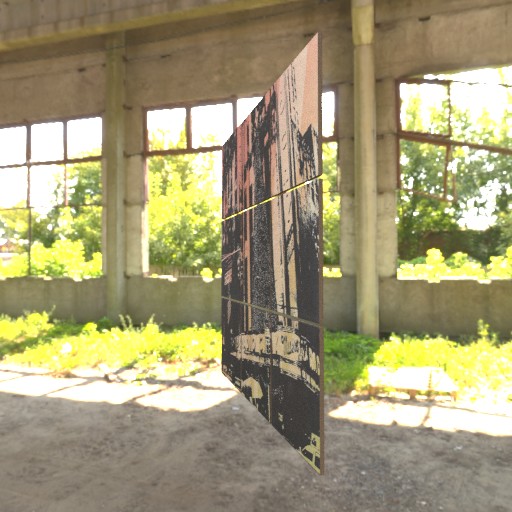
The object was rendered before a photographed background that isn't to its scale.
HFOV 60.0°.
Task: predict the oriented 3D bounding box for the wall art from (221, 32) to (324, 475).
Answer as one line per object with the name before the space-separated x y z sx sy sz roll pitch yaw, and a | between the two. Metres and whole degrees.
wall art | 0.000 0.000 1.355 0.010 0.917 0.919 0 -1 -17
